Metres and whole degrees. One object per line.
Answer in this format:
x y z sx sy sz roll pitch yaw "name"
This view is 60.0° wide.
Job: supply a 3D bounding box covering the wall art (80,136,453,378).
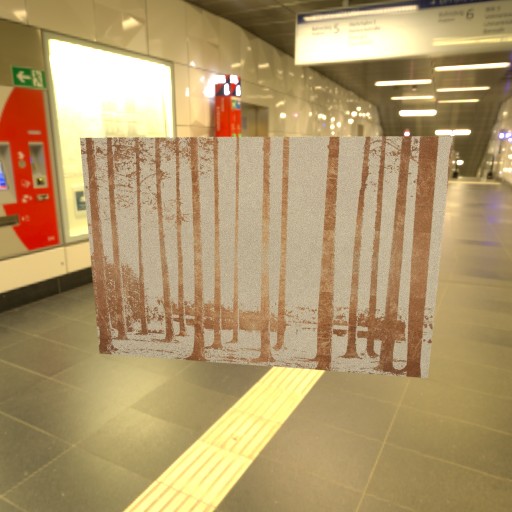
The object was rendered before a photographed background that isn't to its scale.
0.000 0.000 0.782 0.609 0.405 0.035 2 14 9 "wall art"
